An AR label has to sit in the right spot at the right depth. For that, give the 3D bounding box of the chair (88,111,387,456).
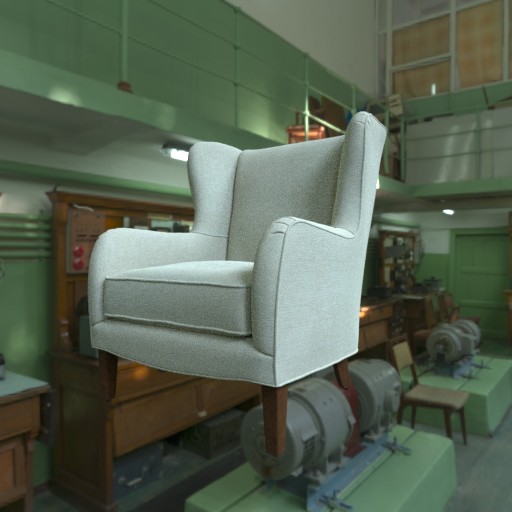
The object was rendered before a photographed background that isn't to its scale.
[{"bbox_3d":[0.000,0.000,1.712,0.838,1.040,0.966,1,1,36],"label":"chair"}]
